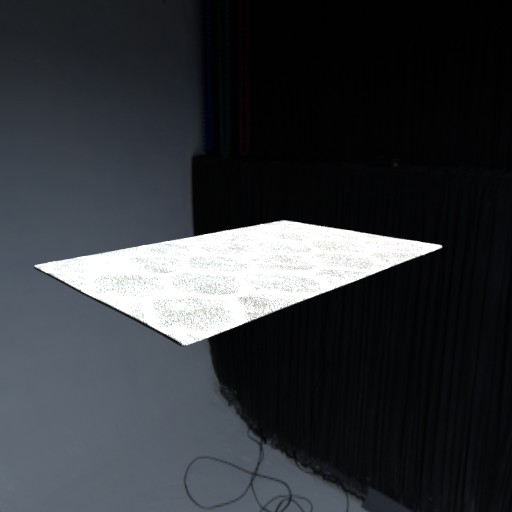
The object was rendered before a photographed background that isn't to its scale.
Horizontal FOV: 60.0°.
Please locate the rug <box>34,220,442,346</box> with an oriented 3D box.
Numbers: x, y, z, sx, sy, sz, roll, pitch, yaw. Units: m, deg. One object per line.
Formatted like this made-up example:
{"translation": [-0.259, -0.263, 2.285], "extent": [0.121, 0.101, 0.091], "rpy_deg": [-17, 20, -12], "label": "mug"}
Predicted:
{"translation": [0.000, 0.000, 3.463], "extent": [1.801, 0.026, 2.701], "rpy_deg": [14, 20, 43], "label": "rug"}
